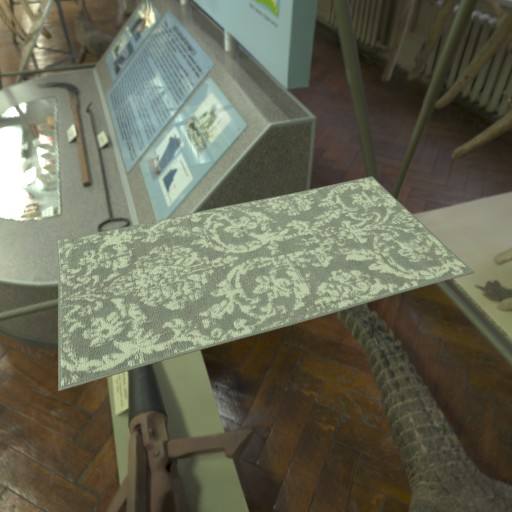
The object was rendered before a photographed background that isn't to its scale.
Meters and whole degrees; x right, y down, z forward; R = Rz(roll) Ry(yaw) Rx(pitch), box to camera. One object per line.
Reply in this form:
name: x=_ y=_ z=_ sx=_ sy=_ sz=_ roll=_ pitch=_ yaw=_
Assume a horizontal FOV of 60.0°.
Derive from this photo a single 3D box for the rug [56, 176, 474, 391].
rug: x=0.000 y=0.000 z=1.428 sx=1.219 sy=0.007 sz=0.604 roll=-13 pitch=43 yaw=-15
